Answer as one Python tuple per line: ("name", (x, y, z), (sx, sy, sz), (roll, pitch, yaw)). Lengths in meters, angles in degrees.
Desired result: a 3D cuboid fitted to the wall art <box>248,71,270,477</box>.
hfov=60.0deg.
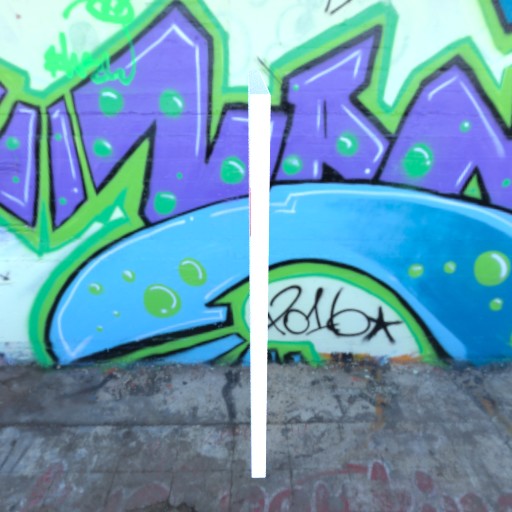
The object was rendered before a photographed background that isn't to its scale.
("wall art", (0.000, 0.000, 1.642), (0.046, 1.221, 0.914), (0, 26, -1))
